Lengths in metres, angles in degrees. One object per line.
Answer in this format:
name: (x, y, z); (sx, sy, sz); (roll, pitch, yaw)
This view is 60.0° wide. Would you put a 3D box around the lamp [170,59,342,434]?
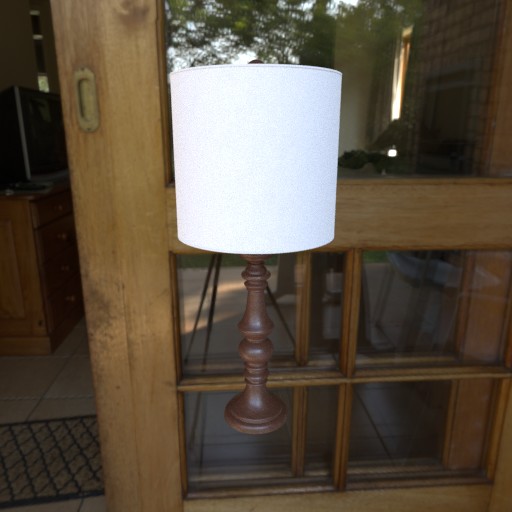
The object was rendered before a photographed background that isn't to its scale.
lamp: (0.000, 0.000, 0.729); (0.250, 0.597, 0.250); (-2, 16, -9)
